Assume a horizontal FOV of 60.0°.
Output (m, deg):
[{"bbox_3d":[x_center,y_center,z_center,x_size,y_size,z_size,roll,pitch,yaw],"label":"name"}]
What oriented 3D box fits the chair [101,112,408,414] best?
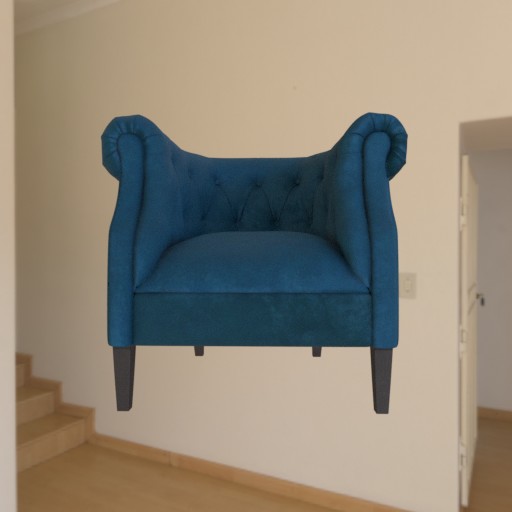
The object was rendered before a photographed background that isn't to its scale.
[{"bbox_3d":[0.000,0.000,1.560,0.904,0.826,0.851,0,0,2],"label":"chair"}]
